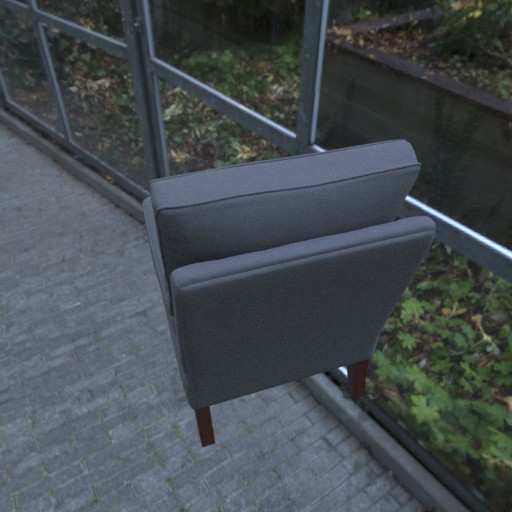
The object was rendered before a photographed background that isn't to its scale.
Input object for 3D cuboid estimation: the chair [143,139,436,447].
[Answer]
[{"bbox_3d":[0.000,0.000,1.622,0.724,1.045,0.924,-12,42,-14],"label":"chair"}]
